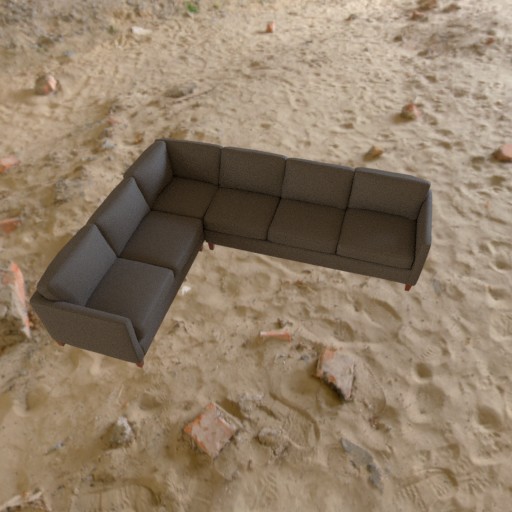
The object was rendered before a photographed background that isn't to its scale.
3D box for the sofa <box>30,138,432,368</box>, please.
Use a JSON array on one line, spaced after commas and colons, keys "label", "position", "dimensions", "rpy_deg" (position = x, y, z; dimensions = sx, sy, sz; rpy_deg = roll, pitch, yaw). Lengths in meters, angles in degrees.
[{"label": "sofa", "position": [0.000, 0.000, 4.435], "dimensions": [3.302, 0.947, 2.593], "rpy_deg": [12, 48, 11]}]
